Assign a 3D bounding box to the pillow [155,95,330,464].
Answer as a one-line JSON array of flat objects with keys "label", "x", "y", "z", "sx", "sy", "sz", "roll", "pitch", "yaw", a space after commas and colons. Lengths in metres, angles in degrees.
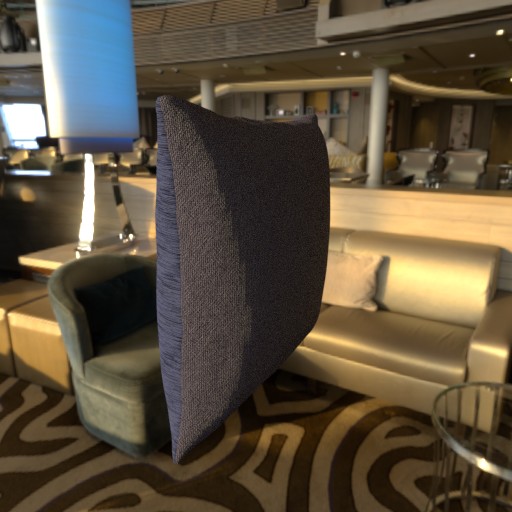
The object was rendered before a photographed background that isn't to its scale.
[{"label": "pillow", "x": 0.000, "y": 0.000, "z": 0.686, "sx": 0.204, "sy": 0.439, "sz": 0.452, "roll": 7, "pitch": 16, "yaw": 26}]
